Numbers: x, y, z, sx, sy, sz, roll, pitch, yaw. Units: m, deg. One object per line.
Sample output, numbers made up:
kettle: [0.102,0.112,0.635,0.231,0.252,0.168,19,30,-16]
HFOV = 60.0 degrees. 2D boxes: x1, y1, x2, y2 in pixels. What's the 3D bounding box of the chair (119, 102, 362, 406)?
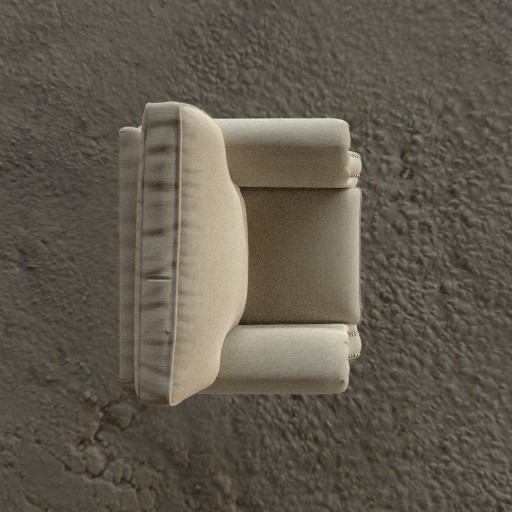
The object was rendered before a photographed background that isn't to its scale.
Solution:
chair: [0.000,0.000,1.851,0.965,0.961,1.092,0,91,1]
